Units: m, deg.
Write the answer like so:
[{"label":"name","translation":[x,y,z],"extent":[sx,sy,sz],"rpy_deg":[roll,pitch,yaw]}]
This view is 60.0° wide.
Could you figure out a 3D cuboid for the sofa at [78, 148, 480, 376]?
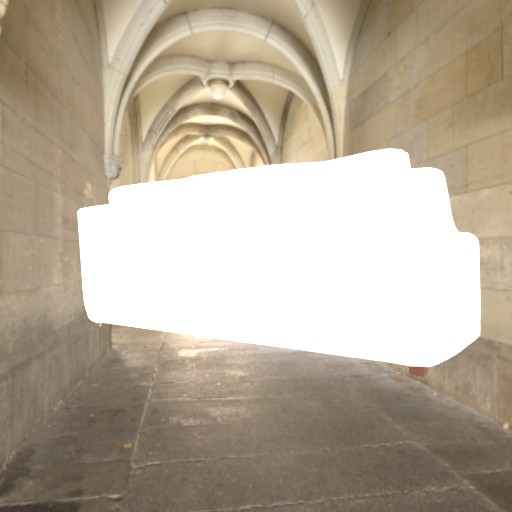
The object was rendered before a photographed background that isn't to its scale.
[{"label":"sofa","translation":[0.000,0.000,2.846],"extent":[2.470,1.022,1.009],"rpy_deg":[0,-1,36]}]
